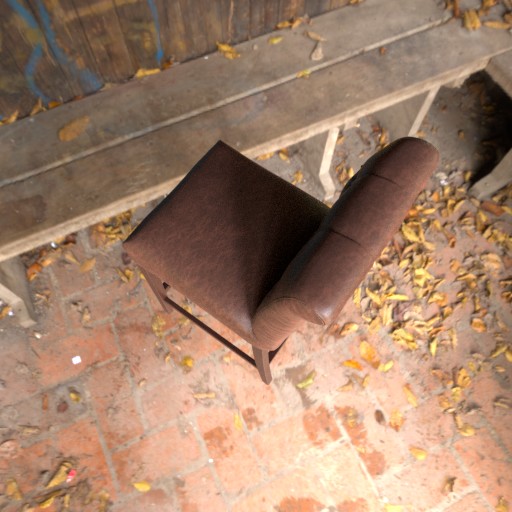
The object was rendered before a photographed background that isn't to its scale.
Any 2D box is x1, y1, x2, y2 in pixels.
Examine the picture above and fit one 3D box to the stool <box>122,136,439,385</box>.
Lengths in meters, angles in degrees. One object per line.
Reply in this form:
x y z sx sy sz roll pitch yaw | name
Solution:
0.000 0.000 1.404 0.660 1.084 0.486 33 69 14 | stool
